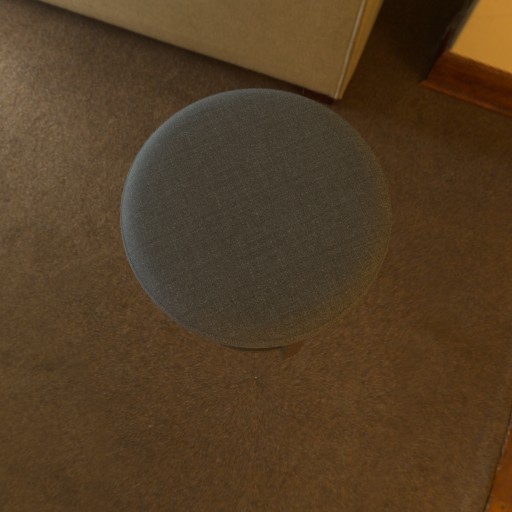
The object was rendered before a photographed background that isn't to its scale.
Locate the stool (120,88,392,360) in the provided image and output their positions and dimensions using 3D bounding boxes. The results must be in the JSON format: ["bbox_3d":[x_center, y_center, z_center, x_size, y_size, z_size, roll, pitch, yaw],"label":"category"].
[{"bbox_3d":[0.000,0.000,0.975,0.449,0.655,0.449,0,75,0],"label":"stool"}]
